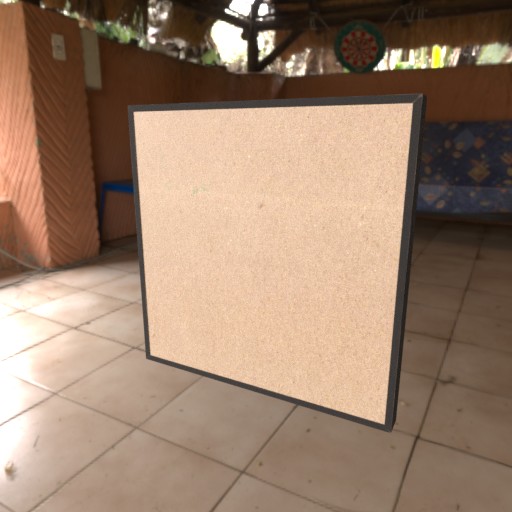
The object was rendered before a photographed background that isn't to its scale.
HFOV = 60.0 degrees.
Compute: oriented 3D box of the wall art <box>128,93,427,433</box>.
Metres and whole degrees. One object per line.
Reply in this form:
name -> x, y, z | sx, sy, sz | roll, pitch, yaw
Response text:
wall art -> 0.000, 0.000, 0.769 | 0.508, 0.508, 0.038 | 8, 17, 27
